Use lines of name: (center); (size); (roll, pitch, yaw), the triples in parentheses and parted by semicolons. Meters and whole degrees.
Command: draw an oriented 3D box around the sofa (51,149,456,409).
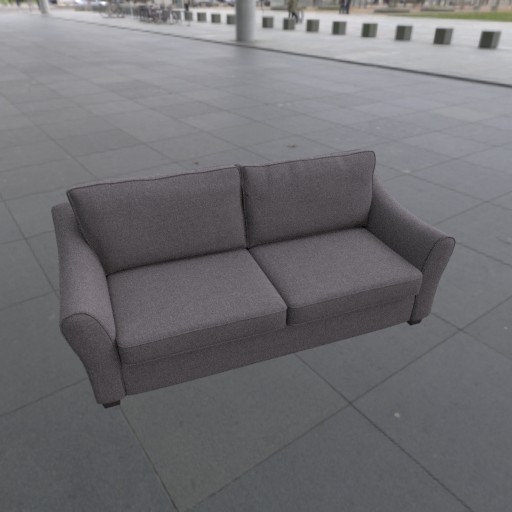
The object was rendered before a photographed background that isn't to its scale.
sofa: (0.000, 0.000, 2.682); (2.203, 0.976, 1.013); (-11, 32, -18)
